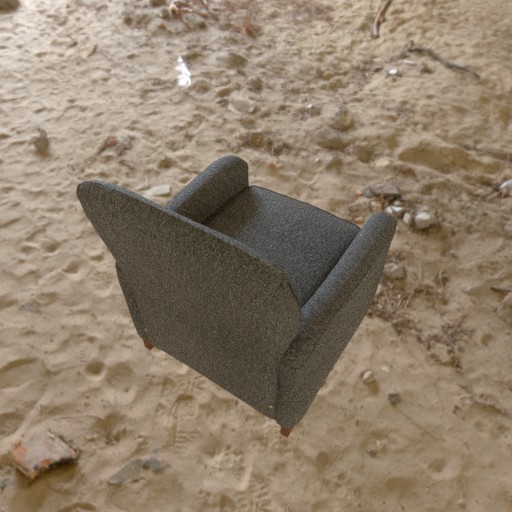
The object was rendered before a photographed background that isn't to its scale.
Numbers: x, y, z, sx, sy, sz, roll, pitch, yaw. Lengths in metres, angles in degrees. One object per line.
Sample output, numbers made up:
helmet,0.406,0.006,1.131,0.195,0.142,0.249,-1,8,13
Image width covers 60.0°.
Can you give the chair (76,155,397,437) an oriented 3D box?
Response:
chair,0.000,0.000,1.692,0.848,1.014,0.864,25,52,22
